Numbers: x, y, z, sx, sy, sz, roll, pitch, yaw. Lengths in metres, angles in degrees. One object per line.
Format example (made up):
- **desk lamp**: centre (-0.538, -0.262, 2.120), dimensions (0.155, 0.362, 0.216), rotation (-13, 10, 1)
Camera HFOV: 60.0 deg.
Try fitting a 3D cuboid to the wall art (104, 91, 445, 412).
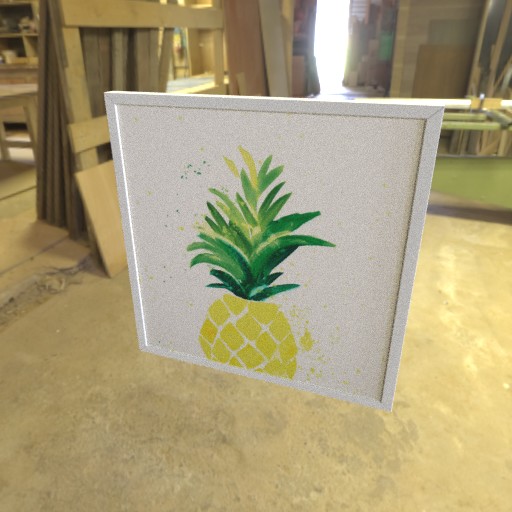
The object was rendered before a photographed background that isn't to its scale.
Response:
- **wall art**: centre (0.000, 0.000, 1.125), dimensions (0.763, 0.761, 0.038), rotation (9, 27, 18)
